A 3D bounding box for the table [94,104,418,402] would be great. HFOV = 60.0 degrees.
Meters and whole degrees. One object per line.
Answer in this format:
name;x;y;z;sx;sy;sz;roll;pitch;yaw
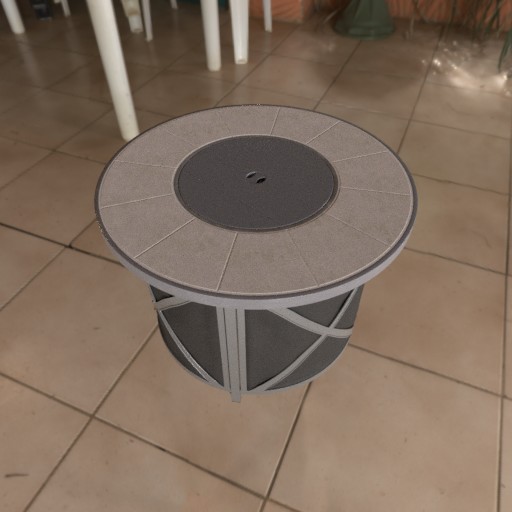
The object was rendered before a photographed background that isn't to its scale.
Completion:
table;0.000;0.000;1.523;0.914;0.650;0.914;0;45;0
